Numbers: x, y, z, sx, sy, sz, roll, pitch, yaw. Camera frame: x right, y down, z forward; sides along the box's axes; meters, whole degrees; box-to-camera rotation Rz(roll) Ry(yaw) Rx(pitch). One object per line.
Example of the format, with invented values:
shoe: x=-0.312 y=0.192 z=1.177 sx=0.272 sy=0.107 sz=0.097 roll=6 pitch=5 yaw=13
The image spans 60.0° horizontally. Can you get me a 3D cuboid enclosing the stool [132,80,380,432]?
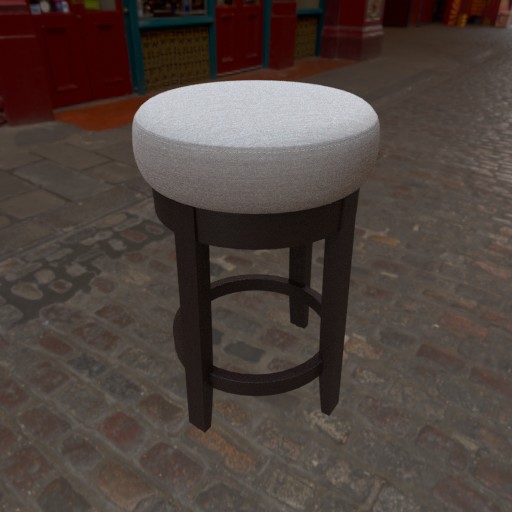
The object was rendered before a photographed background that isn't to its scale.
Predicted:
stool: x=0.000 y=0.000 z=0.953 sx=0.443 sy=0.672 sz=0.443 roll=0 pitch=31 yaw=0
